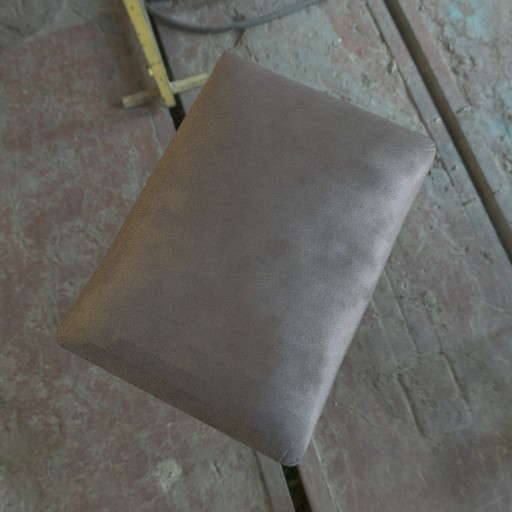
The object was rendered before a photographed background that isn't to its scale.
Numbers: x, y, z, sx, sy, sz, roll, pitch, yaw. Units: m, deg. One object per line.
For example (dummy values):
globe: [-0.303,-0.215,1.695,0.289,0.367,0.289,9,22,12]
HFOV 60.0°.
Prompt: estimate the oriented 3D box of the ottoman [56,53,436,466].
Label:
ottoman: [0.000,0.000,1.036,0.520,0.456,0.719,26,77,6]
